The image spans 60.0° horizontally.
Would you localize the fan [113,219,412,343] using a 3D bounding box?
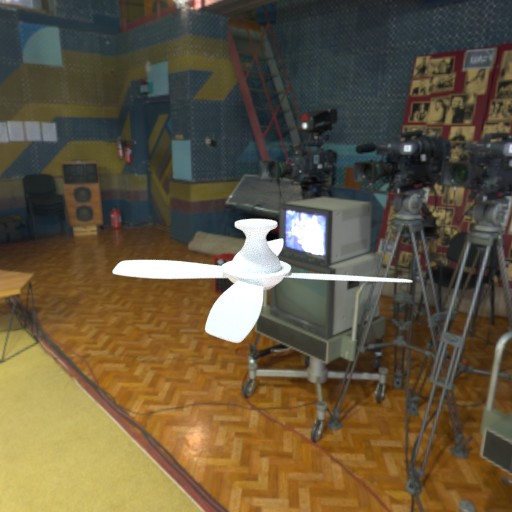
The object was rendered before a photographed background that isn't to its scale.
[{"bbox_3d":[0.000,0.000,2.490,1.693,0.382,1.694,2,15,9],"label":"fan"}]
